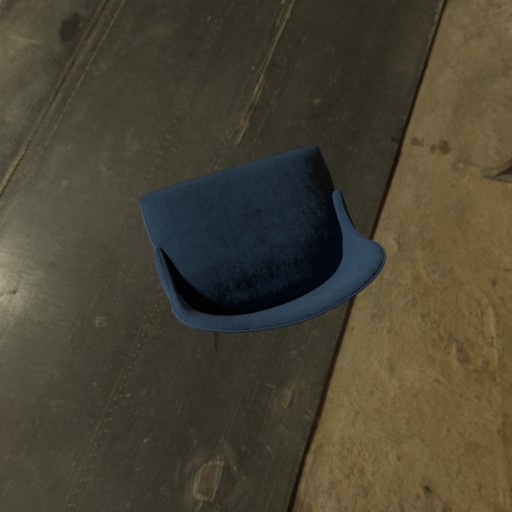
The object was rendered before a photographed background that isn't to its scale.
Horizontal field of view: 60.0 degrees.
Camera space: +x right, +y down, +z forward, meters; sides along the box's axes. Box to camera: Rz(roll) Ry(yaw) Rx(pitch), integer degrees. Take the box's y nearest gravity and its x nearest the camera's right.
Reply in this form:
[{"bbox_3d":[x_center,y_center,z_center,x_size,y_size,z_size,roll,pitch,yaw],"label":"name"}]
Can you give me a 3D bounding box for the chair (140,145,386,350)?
[{"bbox_3d":[0.000,0.000,1.232,0.526,0.927,0.489,-17,76,-4],"label":"chair"}]
